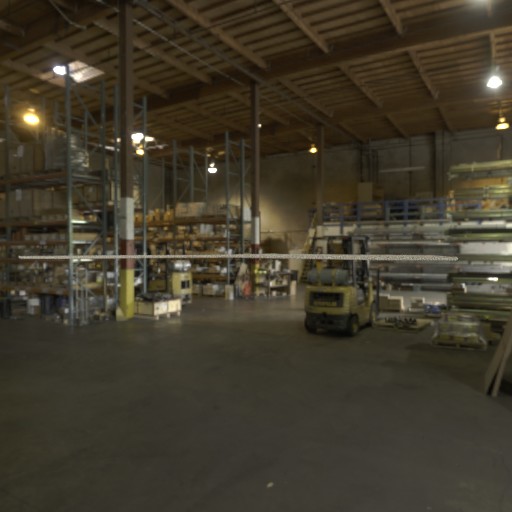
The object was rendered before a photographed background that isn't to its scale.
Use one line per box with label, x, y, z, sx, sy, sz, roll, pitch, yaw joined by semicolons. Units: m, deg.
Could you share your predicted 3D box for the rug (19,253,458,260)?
rug;0.000;0.000;4.754;3.626;0.051;2.757;0;0;17
